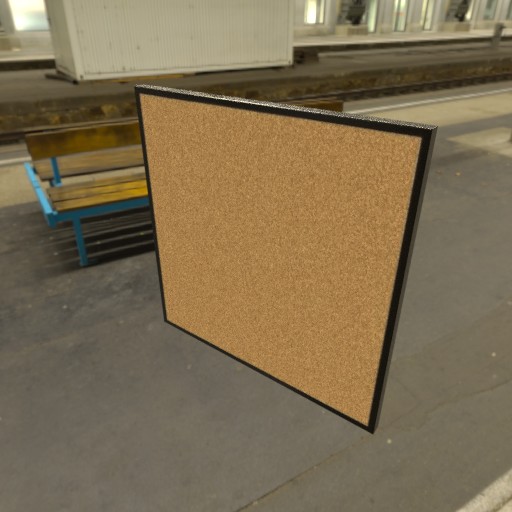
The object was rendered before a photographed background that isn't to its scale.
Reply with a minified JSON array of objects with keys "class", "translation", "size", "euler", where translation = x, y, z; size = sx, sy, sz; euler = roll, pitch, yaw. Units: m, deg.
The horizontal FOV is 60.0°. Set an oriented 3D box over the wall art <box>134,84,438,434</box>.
[{"class":"wall art","translation":[0.000,0.000,0.522],"size":[0.349,0.349,0.014],"euler":[20,35,32]}]
